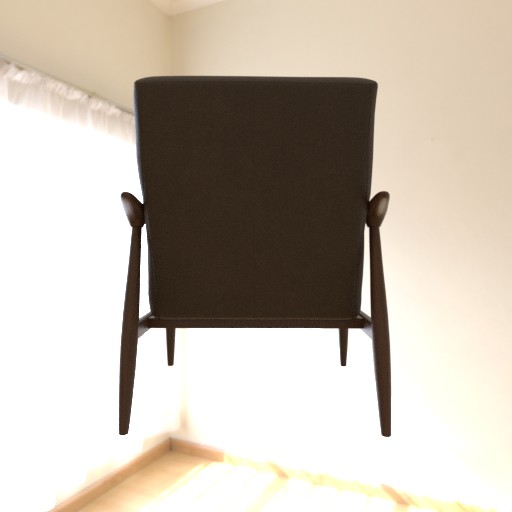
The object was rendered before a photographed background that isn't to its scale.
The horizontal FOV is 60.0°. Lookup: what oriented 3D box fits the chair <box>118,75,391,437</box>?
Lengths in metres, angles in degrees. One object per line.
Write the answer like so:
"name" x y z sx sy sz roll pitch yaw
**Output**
"chair" 0.000 0.000 1.385 0.741 0.831 0.798 0 0 1
